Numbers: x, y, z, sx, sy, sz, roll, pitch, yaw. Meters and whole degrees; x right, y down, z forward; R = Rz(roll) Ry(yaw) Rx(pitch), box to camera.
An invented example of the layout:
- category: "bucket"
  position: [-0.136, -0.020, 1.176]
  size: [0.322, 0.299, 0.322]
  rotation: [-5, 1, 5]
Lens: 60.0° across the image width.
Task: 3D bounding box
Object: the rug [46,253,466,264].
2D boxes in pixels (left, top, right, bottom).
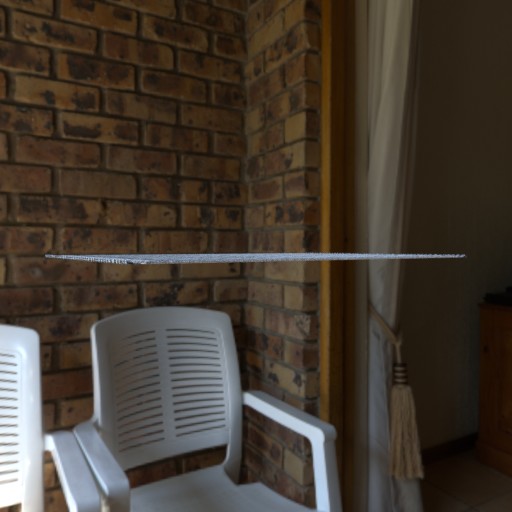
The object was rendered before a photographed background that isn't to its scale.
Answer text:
- category: "rug"
  position: [0.000, 0.000, 2.962]
  size: [2.312, 0.017, 1.613]
  rotation: [-1, 1, -35]
